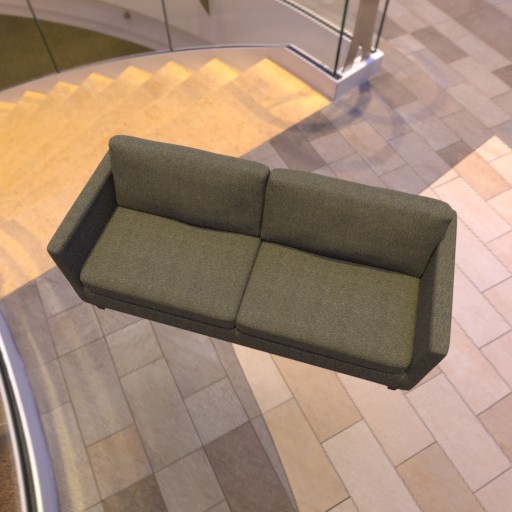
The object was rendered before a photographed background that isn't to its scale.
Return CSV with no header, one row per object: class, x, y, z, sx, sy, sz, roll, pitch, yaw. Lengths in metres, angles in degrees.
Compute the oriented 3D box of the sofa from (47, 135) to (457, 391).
sofa,0.000,0.000,2.743,2.208,0.965,0.948,14,59,9
